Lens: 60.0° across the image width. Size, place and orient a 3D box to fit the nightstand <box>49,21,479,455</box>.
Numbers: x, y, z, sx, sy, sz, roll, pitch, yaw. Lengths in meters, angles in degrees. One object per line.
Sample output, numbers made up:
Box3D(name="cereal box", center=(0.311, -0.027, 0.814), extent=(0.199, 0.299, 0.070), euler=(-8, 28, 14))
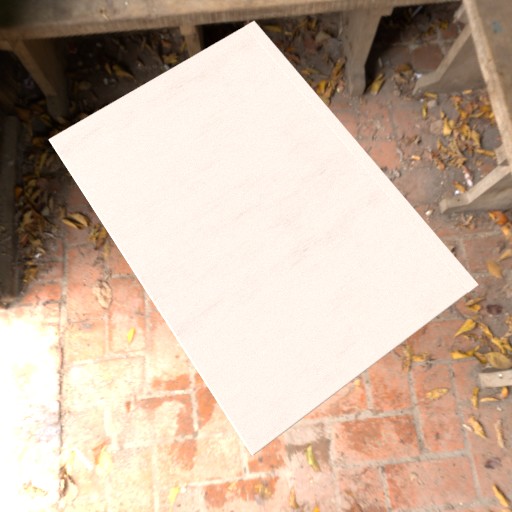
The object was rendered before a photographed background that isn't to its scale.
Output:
Box3D(name="nightstand", center=(0.000, 0.000, 1.020), extent=(0.447, 0.604, 0.614), euler=(-34, 77, -9))
